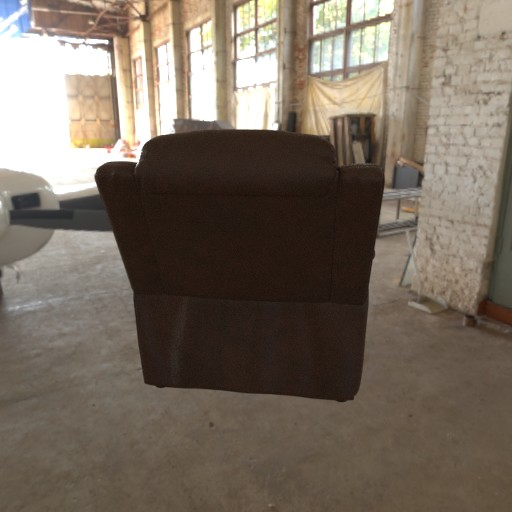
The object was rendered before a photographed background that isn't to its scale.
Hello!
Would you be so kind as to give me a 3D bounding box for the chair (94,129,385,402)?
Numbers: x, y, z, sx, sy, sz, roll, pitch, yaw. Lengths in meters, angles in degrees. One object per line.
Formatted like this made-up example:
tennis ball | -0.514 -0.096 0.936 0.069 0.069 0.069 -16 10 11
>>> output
chair | 0.000 0.000 1.276 0.680 0.702 0.707 2 16 7
